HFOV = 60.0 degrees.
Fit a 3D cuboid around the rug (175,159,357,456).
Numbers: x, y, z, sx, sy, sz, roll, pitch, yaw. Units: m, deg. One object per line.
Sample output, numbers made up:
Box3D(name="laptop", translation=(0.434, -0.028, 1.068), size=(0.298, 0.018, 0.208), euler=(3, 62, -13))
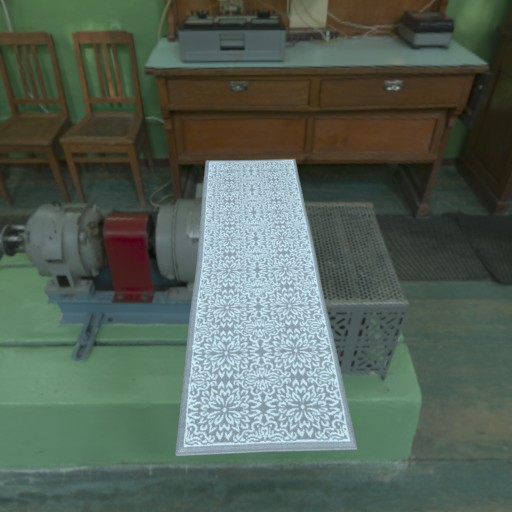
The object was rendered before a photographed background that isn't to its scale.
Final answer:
Box3D(name="rug", translation=(0.000, 0.000, 2.439), size=(0.662, 0.011, 2.196), euler=(-1, 40, -2))
